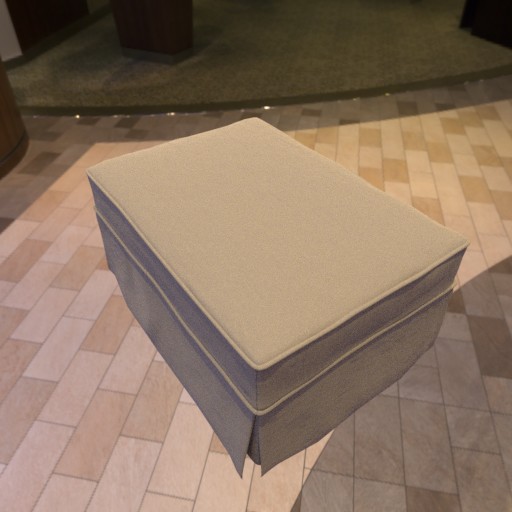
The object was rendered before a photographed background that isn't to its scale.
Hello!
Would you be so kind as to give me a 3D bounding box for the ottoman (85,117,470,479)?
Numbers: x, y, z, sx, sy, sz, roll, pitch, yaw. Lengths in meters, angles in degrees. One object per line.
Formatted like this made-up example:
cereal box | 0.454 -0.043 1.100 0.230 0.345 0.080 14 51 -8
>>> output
ottoman | 0.000 0.000 1.313 0.703 0.479 0.944 -25 46 -26
